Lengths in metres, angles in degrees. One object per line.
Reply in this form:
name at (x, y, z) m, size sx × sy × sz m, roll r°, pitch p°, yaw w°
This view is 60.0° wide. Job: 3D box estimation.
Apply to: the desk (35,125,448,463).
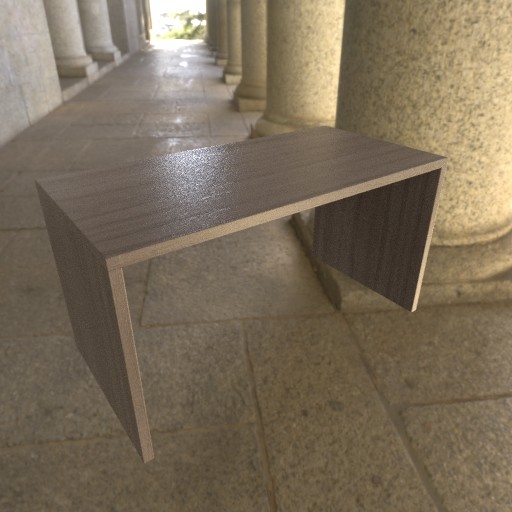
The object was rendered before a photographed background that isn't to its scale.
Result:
desk at (0.000, 0.000, 1.816) m, size 1.380 × 0.745 × 0.690 m, roll -20°, pitch 35°, yaw -31°
